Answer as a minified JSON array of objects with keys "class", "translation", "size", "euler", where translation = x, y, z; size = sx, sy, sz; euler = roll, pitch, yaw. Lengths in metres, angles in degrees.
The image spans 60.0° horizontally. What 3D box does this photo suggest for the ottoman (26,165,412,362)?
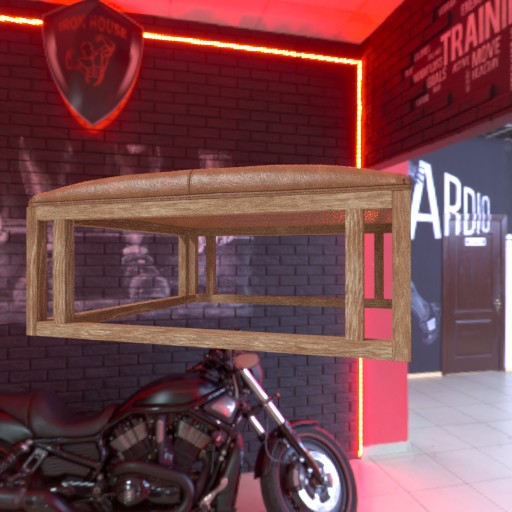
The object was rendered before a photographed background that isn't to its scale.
[{"class":"ottoman","translation":[0.000,0.000,1.547],"size":[1.013,0.442,1.016],"euler":[0,0,18]}]
